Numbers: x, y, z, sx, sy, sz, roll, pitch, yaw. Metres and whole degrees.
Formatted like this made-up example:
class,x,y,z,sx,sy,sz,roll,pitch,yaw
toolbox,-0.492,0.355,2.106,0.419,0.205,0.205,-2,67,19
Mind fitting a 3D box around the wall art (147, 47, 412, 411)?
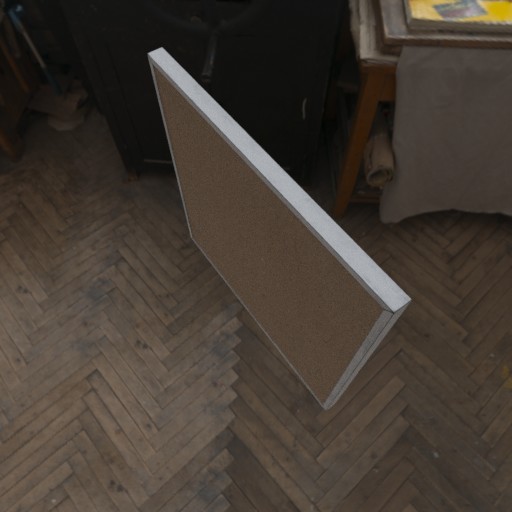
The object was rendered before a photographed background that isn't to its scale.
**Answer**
class,x,y,z,sx,sy,sz,roll,pitch,yaw
wall art,0.000,0.000,1.160,0.038,0.762,0.762,-32,65,-17
